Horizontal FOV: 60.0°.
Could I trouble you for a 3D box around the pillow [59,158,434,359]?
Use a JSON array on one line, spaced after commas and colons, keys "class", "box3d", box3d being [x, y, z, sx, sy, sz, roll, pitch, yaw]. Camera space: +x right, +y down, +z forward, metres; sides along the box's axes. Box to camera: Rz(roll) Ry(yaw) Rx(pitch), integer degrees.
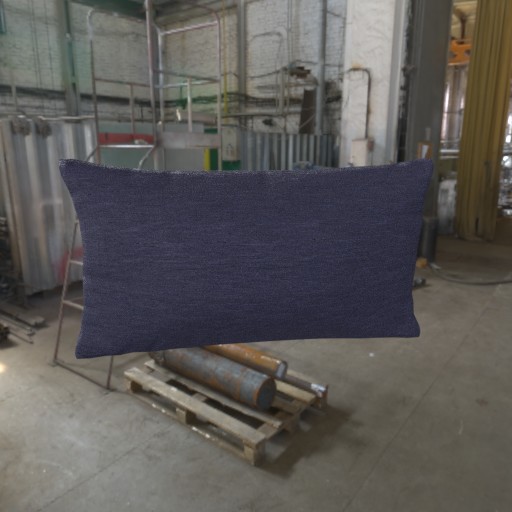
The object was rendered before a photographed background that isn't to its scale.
[{"class": "pillow", "box3d": [0.000, 0.000, 0.783, 0.633, 0.338, 0.210, -2, 14, -8]}]
